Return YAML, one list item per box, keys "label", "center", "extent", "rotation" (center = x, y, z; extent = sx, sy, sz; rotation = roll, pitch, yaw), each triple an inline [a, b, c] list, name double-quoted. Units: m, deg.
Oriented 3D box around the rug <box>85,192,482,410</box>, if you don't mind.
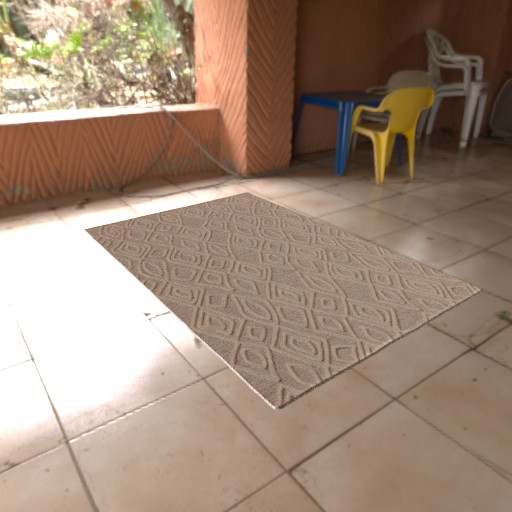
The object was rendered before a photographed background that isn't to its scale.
- label: "rug"
  center: [0.000, 0.000, 2.346]
  extent: [1.224, 0.016, 1.832]
  rotation: [-18, 31, -33]
